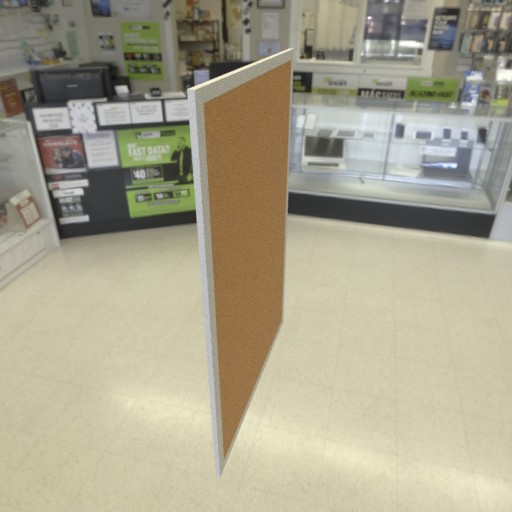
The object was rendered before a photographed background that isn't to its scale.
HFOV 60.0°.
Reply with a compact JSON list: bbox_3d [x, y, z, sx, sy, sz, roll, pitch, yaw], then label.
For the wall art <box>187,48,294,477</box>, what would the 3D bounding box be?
[{"bbox_3d":[0.000,0.000,1.169,0.013,0.940,0.659,9,31,15],"label":"wall art"}]
